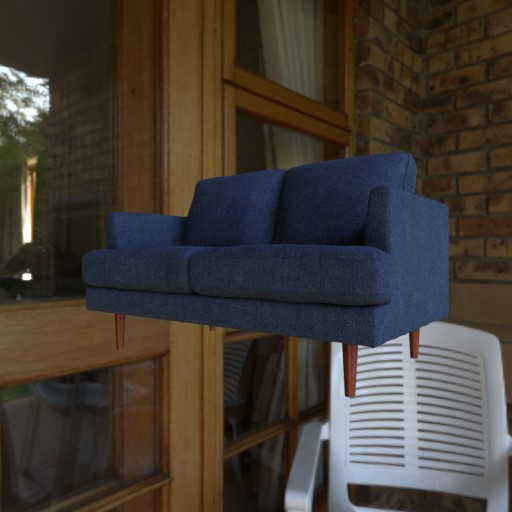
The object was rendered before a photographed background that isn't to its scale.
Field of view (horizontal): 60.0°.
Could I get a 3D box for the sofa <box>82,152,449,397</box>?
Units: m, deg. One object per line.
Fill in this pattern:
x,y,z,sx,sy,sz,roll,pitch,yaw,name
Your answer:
0.000,0.000,2.123,1.582,0.944,0.903,0,0,37,sofa
